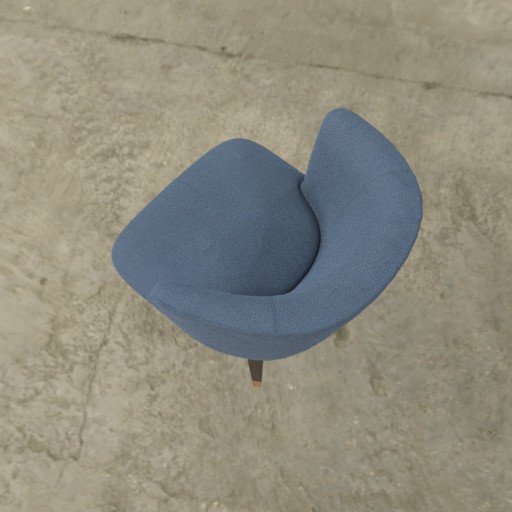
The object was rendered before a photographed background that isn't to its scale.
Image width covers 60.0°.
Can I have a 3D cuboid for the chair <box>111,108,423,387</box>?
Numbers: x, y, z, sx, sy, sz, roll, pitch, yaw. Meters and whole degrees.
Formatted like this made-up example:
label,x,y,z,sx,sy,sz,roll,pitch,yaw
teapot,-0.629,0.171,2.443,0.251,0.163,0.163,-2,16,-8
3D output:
label,x,y,z,sx,sy,sz,roll,pitch,yaw
chair,0.000,0.000,1.290,0.702,0.760,0.661,37,69,16
